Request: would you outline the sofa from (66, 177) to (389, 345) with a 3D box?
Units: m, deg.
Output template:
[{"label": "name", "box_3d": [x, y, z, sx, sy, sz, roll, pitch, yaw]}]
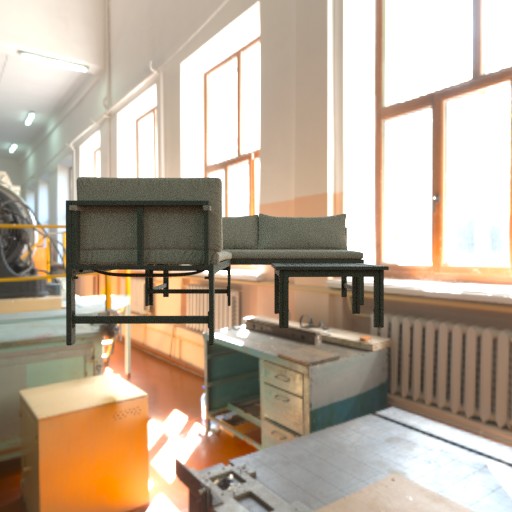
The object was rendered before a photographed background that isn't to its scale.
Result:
[{"label": "sofa", "box_3d": [0.000, 0.000, 2.961, 1.658, 0.758, 2.096, 0, 1, 0]}]
